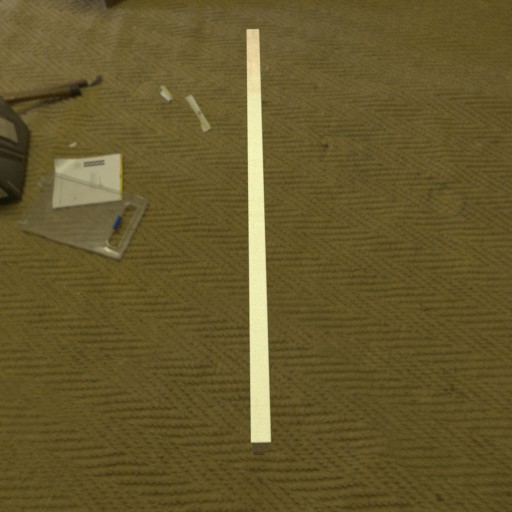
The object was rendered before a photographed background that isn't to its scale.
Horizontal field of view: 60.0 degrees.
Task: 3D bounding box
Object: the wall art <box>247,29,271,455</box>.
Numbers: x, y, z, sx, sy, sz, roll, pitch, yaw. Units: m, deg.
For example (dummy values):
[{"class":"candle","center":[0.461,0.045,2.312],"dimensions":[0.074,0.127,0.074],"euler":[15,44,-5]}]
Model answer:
[{"class":"wall art","center":[0.000,0.000,1.418],"dimensions":[0.041,0.758,1.142],"euler":[-1,64,0]}]
